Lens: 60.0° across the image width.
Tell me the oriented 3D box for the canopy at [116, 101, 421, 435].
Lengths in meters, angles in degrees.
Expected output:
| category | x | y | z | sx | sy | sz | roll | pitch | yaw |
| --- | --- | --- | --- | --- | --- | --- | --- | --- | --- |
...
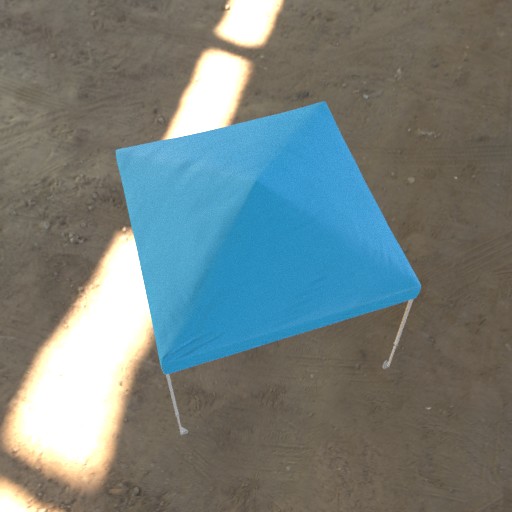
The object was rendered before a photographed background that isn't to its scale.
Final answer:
| category | x | y | z | sx | sy | sz | roll | pitch | yaw |
| --- | --- | --- | --- | --- | --- | --- | --- | --- | --- |
| canopy | 0.000 | 0.000 | 6.415 | 3.600 | 3.600 | 3.599 | -16 | 64 | -8 |
